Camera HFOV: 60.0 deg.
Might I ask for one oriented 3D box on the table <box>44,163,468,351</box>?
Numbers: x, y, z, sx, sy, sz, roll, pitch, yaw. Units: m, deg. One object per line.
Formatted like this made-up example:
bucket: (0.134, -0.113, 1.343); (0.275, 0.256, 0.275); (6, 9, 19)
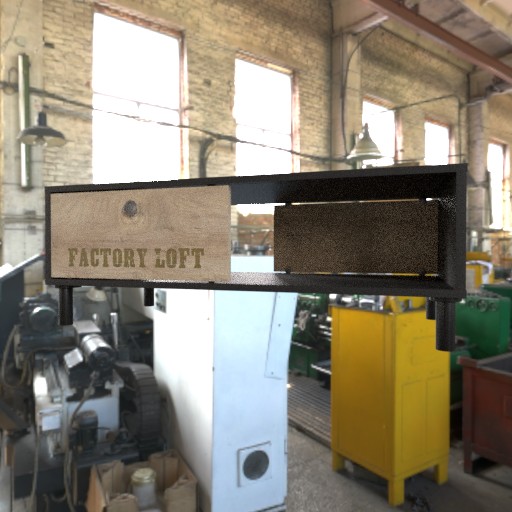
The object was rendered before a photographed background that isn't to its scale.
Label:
table: (0.000, 0.000, 1.345); (1.100, 0.400, 0.550); (0, 1, 18)
